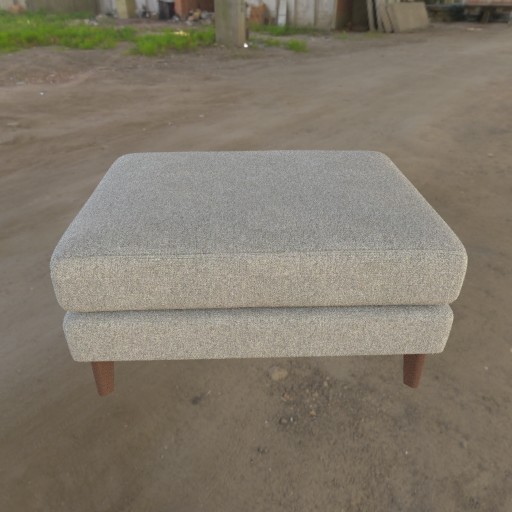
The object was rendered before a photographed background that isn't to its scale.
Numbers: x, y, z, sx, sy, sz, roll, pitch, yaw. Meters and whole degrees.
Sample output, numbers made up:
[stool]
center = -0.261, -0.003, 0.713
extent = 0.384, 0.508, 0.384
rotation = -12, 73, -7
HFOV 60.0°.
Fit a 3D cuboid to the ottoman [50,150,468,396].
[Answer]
[ottoman]
center = 0.000, 0.000, 1.178
extent = 0.821, 0.441, 0.611
rotation = -1, 31, -2
